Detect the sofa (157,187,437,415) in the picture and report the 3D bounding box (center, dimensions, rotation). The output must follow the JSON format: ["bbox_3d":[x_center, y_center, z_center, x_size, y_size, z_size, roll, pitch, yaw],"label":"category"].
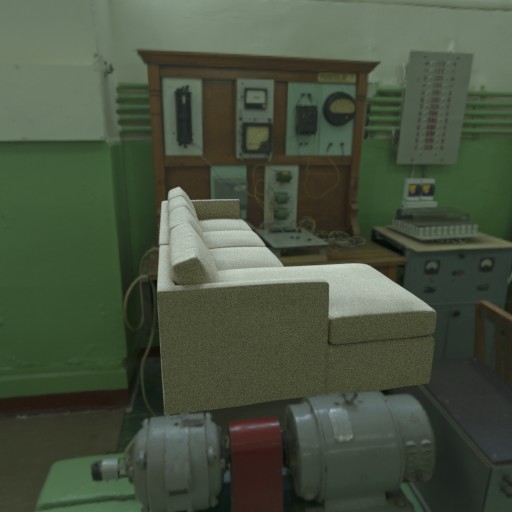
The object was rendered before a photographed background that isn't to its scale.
[{"bbox_3d":[0.000,0.000,3.938,1.650,0.922,3.205,-3,16,-11],"label":"sofa"}]
